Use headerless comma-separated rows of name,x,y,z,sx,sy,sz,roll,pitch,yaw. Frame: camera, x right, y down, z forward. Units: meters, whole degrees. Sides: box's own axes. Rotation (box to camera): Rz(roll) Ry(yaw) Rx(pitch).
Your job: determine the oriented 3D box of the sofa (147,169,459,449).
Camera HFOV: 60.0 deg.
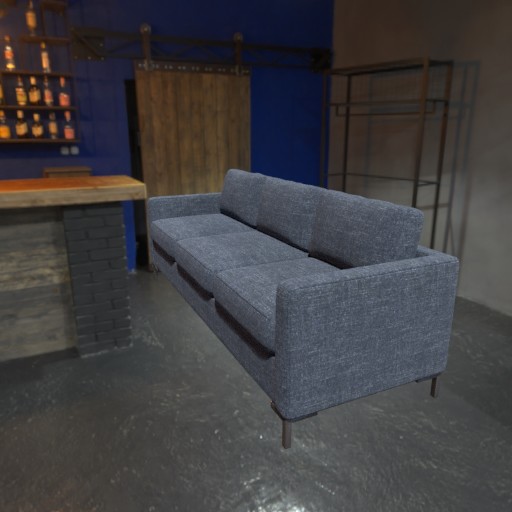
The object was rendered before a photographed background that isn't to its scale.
sofa,0.000,0.000,2.690,0.859,0.874,2.218,-8,18,-24
